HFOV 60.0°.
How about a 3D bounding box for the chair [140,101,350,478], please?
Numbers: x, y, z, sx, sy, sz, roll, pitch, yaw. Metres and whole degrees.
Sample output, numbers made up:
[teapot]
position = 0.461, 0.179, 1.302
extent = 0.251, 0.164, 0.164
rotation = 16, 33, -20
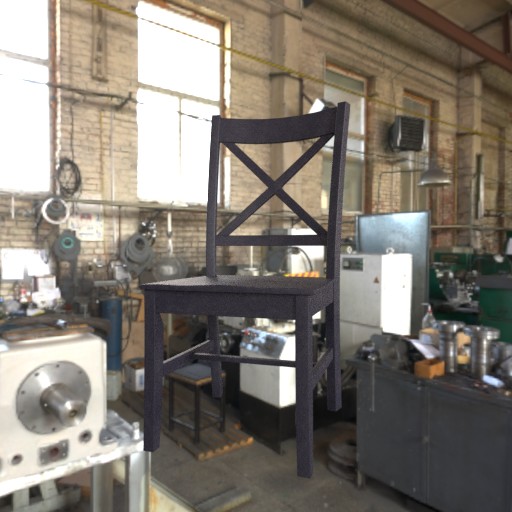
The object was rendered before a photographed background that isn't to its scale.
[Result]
[chair]
position = 0.000, 0.000, 1.295
extent = 0.485, 0.983, 0.542
rotation = 0, 1, 18
